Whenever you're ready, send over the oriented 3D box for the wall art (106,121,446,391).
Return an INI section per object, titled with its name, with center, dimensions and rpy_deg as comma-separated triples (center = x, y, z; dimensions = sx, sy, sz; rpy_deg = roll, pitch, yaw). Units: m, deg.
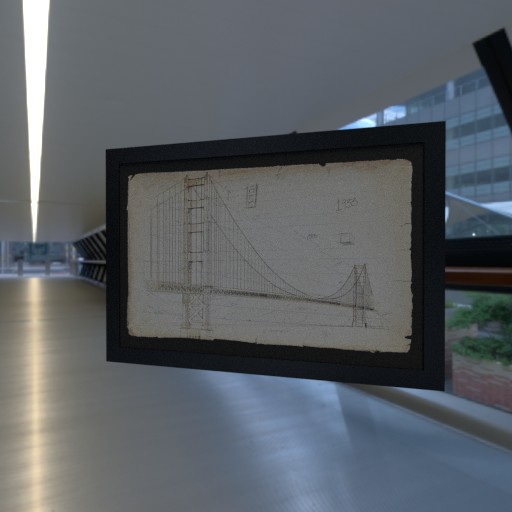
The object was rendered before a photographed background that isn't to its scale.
[wall art]
center = 0.000, 0.000, 0.838
dimensions = 0.660, 0.447, 0.013
rpy_deg = 0, 1, 18
